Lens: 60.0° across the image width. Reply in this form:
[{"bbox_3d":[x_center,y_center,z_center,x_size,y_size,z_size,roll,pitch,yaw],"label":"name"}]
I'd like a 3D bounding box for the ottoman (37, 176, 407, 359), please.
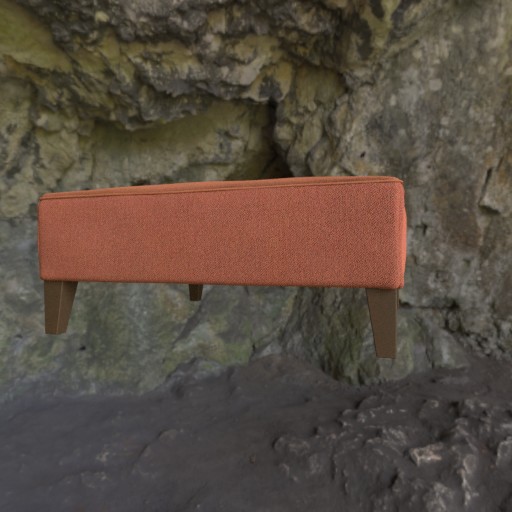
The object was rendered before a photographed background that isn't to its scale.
[{"bbox_3d":[0.000,0.000,1.550,0.997,0.438,0.999,0,0,18],"label":"ottoman"}]
